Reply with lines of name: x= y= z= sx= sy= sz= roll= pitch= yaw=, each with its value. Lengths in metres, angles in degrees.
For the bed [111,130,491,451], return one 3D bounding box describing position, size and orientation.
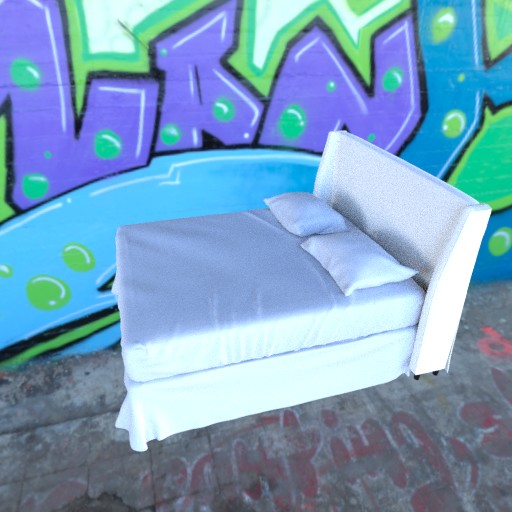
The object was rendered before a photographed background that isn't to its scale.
bed: x=0.000 y=0.000 z=3.348 sx=2.276 sy=1.332 sz=1.925 roll=-8 pitch=31 yaw=-14
